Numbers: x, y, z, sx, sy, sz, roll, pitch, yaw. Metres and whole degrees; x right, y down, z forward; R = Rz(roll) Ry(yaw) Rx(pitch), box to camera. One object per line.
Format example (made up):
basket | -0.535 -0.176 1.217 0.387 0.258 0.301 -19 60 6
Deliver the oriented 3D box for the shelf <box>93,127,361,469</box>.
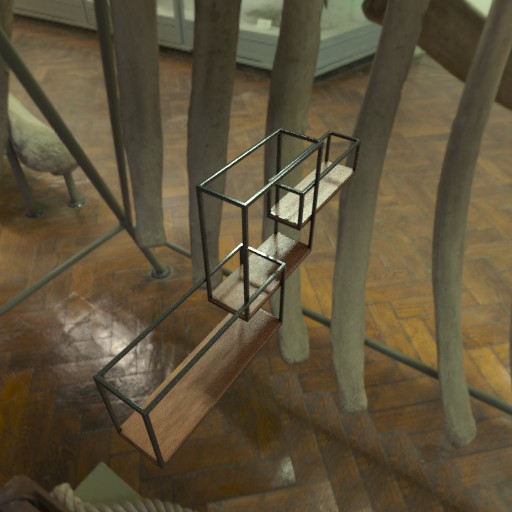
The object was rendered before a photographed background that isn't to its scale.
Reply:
shelf | 0.000 0.000 2.145 0.275 0.972 1.781 25 48 25
